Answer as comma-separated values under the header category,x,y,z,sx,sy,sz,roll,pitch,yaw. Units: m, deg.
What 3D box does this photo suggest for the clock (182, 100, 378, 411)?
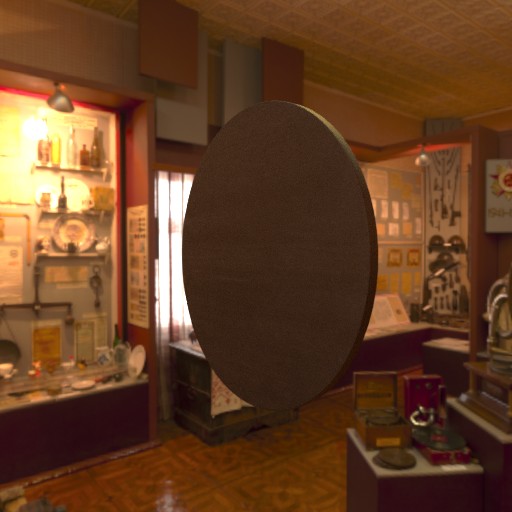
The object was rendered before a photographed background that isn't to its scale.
category,x,y,z,sx,sy,sz,roll,pitch,yaw
clock,0.000,0.000,0.892,0.029,0.595,0.595,-1,1,-37
